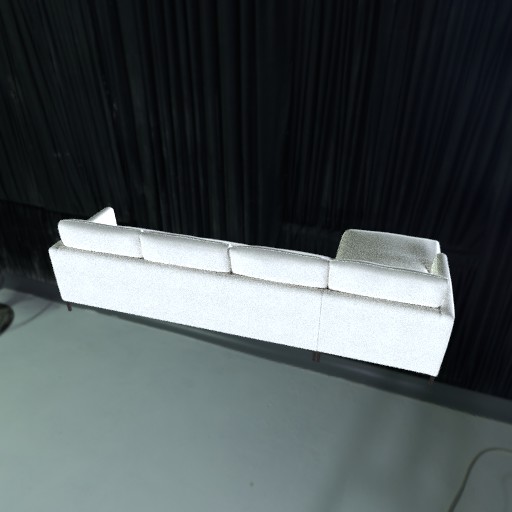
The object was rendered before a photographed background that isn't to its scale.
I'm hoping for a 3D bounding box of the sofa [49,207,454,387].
[{"bbox_3d":[0.000,0.000,3.948,3.186,0.875,1.467,9,32,14],"label":"sofa"}]
